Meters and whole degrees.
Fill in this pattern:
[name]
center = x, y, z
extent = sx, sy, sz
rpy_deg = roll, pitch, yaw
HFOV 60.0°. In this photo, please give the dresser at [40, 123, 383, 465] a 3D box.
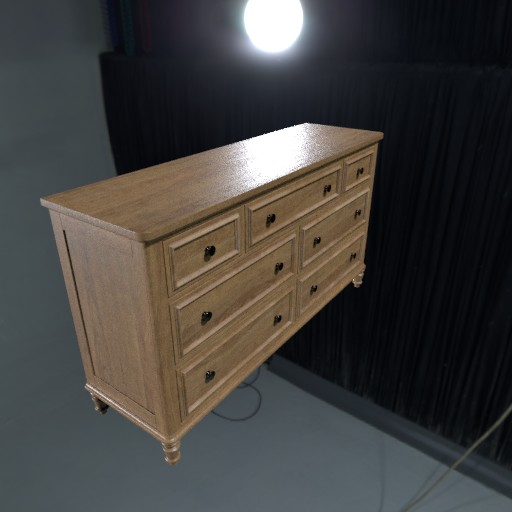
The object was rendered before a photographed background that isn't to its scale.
[dresser]
center = 0.000, 0.000, 1.994
extent = 0.468, 0.892, 1.583
rpy_deg = 18, 32, 32
